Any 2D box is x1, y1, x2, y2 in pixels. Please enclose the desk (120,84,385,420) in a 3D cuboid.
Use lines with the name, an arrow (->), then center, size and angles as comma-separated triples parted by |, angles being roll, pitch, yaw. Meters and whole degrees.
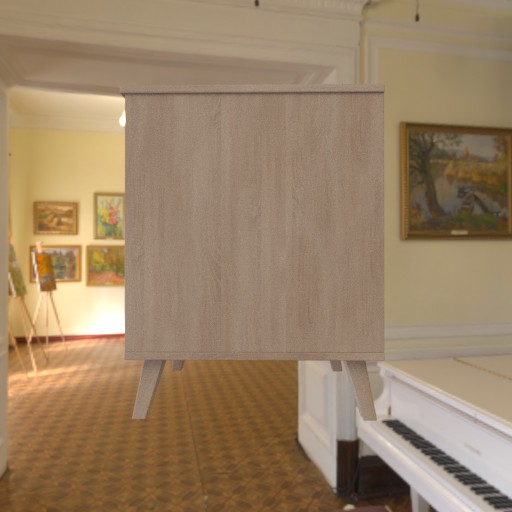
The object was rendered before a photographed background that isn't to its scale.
desk -> 0.000, 0.000, 1.626 | 0.600, 0.770, 1.251 | 0, 0, 1
